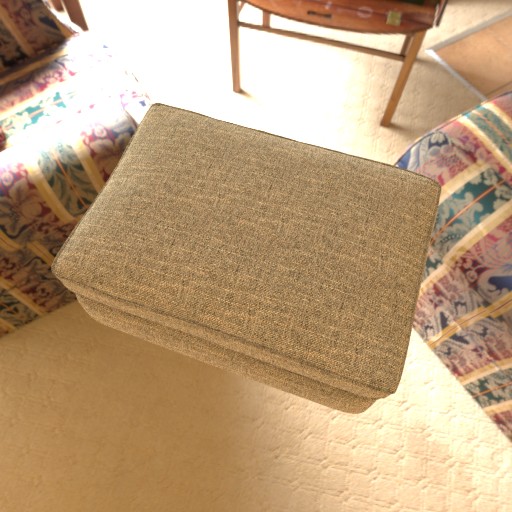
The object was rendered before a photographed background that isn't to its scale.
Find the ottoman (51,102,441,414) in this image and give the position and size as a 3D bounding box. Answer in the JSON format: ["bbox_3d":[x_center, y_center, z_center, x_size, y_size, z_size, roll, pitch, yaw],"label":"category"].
[{"bbox_3d":[0.000,0.000,1.008,0.686,0.406,0.508,18,65,9],"label":"ottoman"}]
